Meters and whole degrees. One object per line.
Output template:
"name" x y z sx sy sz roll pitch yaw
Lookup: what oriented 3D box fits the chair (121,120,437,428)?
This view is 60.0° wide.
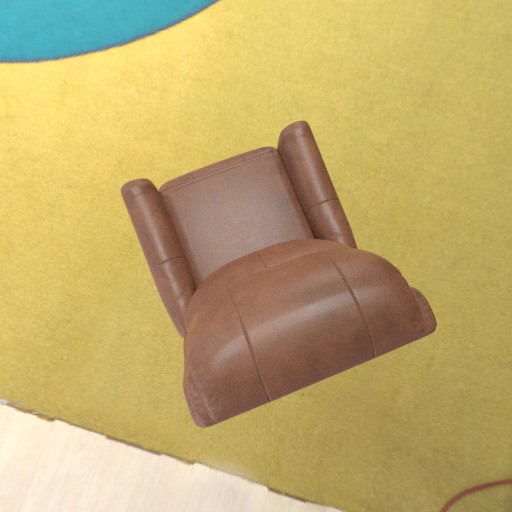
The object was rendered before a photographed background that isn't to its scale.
"chair" 0.000 0.000 1.777 0.838 1.054 1.014 -21 76 -5
